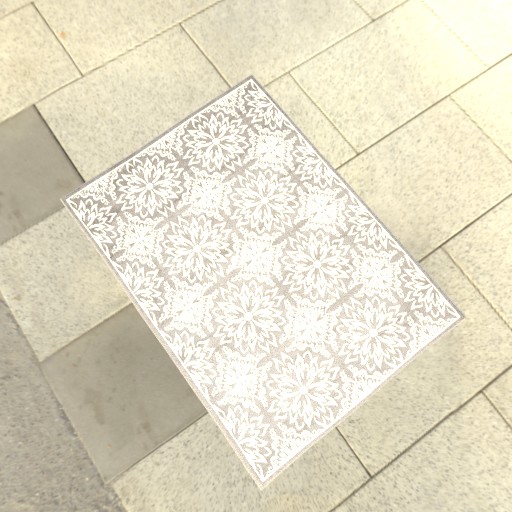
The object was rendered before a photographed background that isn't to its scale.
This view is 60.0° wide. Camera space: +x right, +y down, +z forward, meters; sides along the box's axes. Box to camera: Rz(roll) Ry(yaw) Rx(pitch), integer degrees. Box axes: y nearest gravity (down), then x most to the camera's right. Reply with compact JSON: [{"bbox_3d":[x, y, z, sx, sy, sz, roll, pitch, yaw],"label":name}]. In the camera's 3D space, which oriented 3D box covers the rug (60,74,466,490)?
[{"bbox_3d":[0.000,0.000,2.854,1.608,0.014,2.213,-36,78,-9],"label":"rug"}]
